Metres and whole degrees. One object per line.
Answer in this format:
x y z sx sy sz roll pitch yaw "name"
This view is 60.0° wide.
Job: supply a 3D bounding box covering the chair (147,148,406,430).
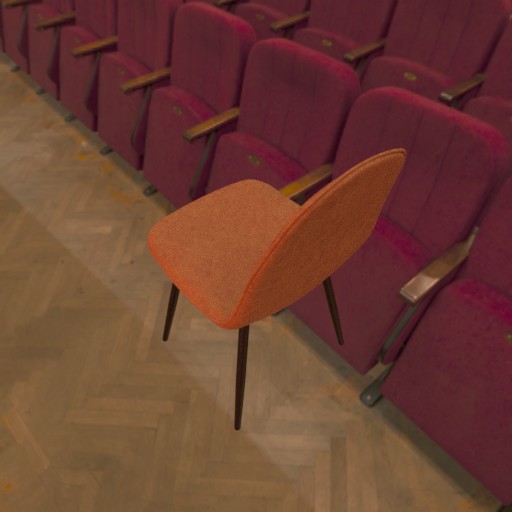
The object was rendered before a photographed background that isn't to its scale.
0.000 0.000 1.193 0.472 0.889 0.561 -32 54 -26 "chair"
